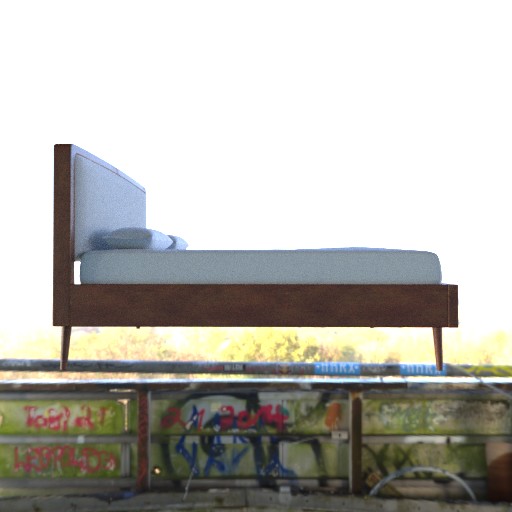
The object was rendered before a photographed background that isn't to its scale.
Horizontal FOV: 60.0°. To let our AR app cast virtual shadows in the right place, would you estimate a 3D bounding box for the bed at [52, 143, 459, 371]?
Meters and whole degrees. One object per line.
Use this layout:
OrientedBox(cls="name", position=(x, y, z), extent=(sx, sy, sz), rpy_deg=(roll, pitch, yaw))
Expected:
OrientedBox(cls="bed", position=(0.000, 0.000, 3.191), extent=(2.196, 1.275, 1.587), rpy_deg=(0, -1, 1))
